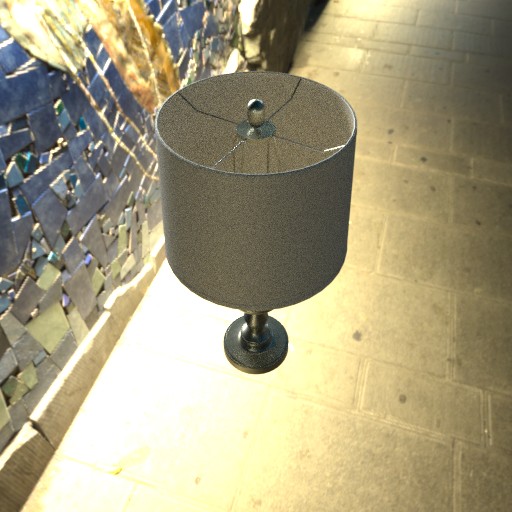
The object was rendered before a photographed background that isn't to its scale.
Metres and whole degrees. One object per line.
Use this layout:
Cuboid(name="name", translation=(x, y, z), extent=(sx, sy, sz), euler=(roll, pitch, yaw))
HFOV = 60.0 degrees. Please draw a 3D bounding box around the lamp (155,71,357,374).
Cuboid(name="lamp", translation=(0.000, 0.000, 0.982), extent=(0.383, 0.733, 0.383), euler=(0, 47, 0))
